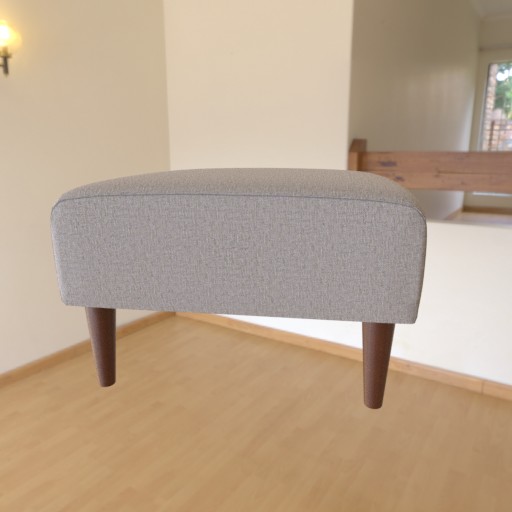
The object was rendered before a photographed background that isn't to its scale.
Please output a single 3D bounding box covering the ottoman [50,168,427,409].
[{"bbox_3d":[0.000,0.000,1.049,0.648,0.399,0.655,2,14,8],"label":"ottoman"}]
